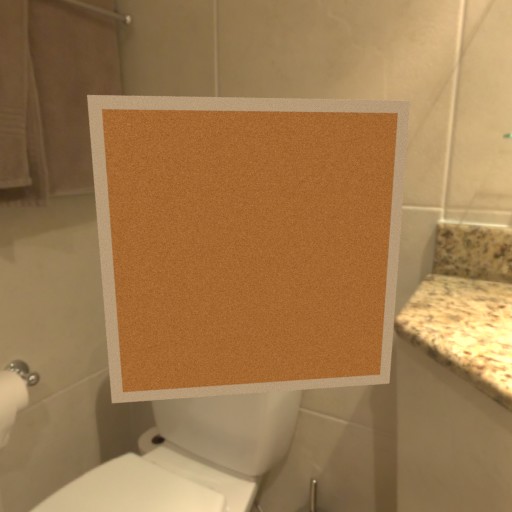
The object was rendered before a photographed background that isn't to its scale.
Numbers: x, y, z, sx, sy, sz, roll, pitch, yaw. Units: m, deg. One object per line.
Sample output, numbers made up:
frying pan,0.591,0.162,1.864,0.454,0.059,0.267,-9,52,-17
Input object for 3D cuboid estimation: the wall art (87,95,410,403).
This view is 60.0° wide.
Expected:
wall art,0.000,0.000,0.677,0.456,0.457,0.009,-2,13,-8
